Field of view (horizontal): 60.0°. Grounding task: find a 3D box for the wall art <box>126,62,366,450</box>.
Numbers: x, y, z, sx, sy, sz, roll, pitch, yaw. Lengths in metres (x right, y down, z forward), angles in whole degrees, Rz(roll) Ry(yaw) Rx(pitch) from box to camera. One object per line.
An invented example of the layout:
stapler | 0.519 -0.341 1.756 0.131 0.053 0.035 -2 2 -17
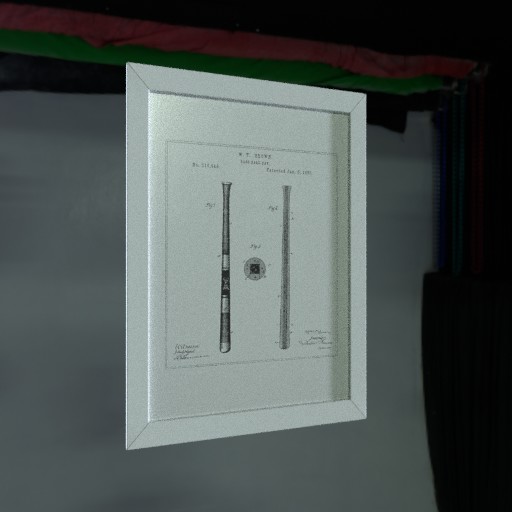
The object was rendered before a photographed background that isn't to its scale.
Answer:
wall art | 0.000 0.000 0.667 0.374 0.529 0.012 0 0 -18
